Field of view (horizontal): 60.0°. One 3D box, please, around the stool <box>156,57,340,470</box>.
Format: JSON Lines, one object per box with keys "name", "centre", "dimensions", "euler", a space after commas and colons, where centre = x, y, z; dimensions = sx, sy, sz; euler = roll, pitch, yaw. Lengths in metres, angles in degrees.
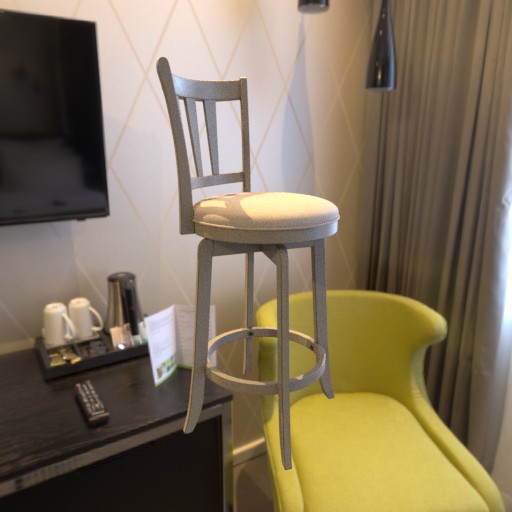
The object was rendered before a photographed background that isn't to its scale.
{"name": "stool", "centre": [0.000, 0.000, 1.303], "dimensions": [0.475, 1.042, 0.436], "euler": [8, 17, 26]}
